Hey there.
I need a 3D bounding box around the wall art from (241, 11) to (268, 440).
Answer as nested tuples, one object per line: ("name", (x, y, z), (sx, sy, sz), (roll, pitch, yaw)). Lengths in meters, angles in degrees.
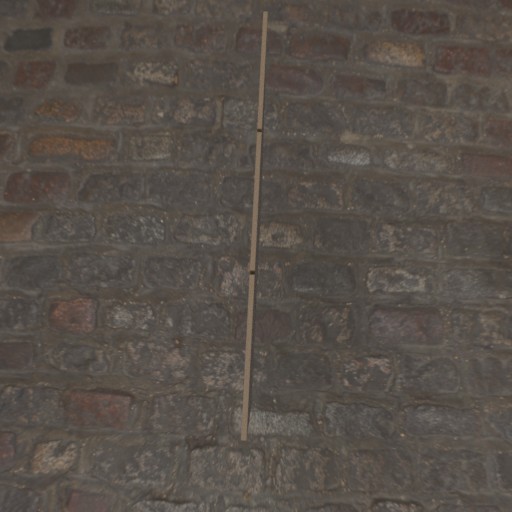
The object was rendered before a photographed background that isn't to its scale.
("wall art", (0.000, 0.000, 2.229), (0.017, 1.521, 1.527), (3, 75, 1))
